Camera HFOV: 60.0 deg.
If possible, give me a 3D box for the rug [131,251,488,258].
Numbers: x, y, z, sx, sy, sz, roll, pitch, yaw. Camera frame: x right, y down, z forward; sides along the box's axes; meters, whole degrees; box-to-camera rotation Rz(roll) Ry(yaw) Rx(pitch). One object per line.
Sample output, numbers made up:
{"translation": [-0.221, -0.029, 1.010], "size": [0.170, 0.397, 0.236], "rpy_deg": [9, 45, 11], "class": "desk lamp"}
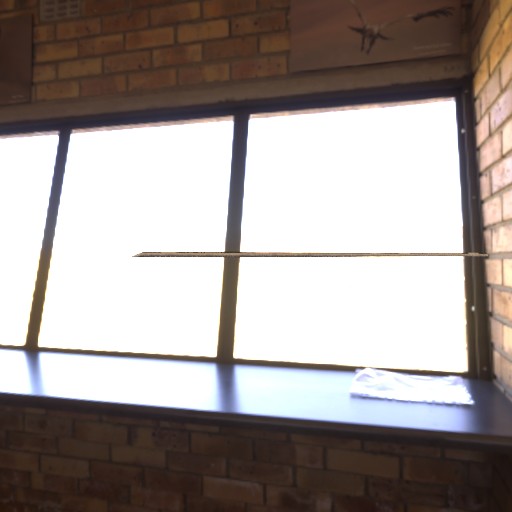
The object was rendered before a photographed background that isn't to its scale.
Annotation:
{"translation": [0.000, 0.000, 2.915], "size": [1.555, 0.016, 2.286], "rpy_deg": [0, 0, -17], "class": "rug"}
